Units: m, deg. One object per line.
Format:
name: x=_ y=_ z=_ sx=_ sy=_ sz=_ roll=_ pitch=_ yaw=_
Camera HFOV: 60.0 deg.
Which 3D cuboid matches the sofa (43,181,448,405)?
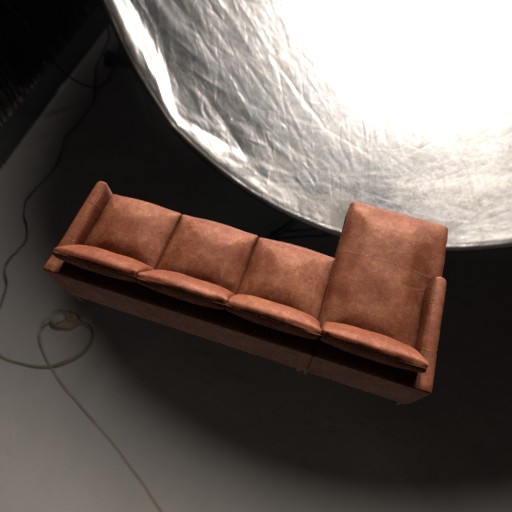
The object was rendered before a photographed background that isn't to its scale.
sofa: x=0.000 y=0.000 z=3.704 sx=2.993 sy=0.859 sz=1.471 roll=16 pitch=64 yaw=8
